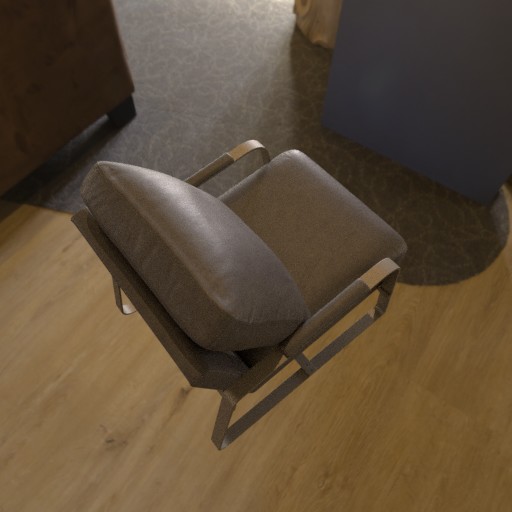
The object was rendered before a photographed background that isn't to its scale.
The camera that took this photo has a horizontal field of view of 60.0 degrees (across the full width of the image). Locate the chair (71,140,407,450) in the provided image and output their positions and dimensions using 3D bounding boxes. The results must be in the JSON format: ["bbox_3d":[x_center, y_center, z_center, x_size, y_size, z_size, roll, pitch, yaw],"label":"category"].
[{"bbox_3d":[0.000,0.000,1.464,0.878,0.839,0.692,-35,65,-19],"label":"chair"}]
